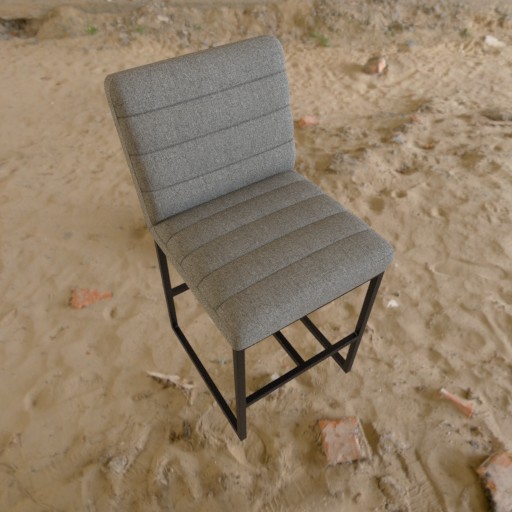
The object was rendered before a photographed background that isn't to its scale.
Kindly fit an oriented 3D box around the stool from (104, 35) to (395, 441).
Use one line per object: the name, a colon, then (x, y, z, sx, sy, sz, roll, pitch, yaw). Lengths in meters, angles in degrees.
stool: (0.000, 0.000, 1.227, 0.460, 0.940, 0.560, -25, 52, -22)
